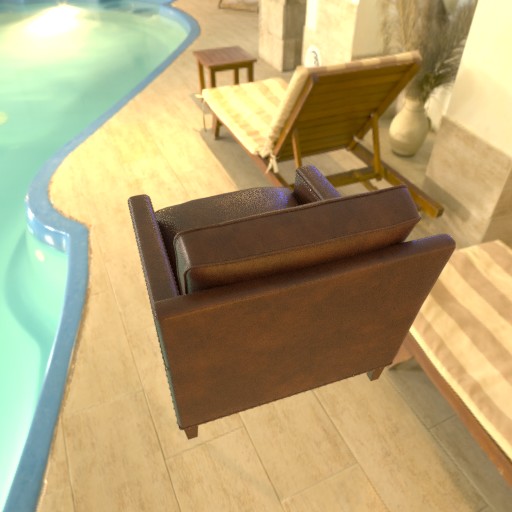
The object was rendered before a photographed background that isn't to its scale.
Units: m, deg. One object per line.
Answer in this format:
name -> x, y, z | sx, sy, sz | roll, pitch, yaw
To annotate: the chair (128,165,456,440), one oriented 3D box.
chair -> 0.000, 0.000, 1.708 | 0.853, 0.929, 1.014 | -13, 42, -14
